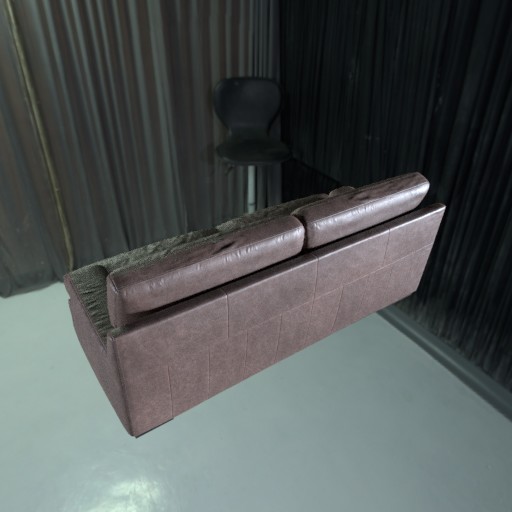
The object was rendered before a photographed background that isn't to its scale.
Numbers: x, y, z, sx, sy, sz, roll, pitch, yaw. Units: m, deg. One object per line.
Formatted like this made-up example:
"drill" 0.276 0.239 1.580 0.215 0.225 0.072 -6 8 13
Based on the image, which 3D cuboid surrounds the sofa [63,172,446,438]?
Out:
"sofa" 0.000 0.000 2.845 2.261 0.941 1.143 -20 38 -29
